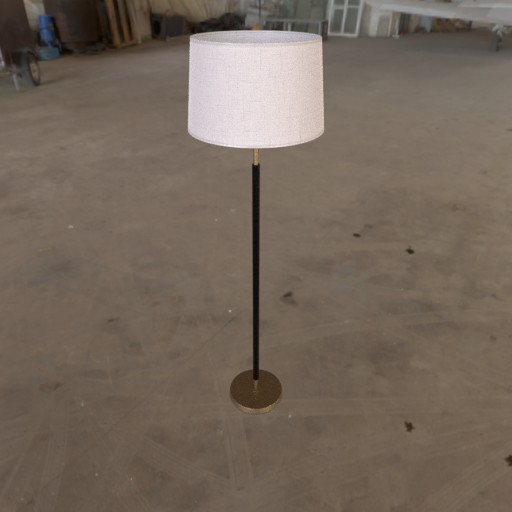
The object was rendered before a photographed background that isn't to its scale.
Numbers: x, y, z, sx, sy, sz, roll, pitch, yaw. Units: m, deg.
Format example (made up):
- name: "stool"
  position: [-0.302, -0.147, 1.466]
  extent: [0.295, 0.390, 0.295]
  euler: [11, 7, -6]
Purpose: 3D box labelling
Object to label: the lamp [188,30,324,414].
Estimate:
- name: "lamp"
  position: [0.000, 0.000, 1.622]
  extent: [0.420, 1.447, 0.420]
  euler: [0, 31, 0]
